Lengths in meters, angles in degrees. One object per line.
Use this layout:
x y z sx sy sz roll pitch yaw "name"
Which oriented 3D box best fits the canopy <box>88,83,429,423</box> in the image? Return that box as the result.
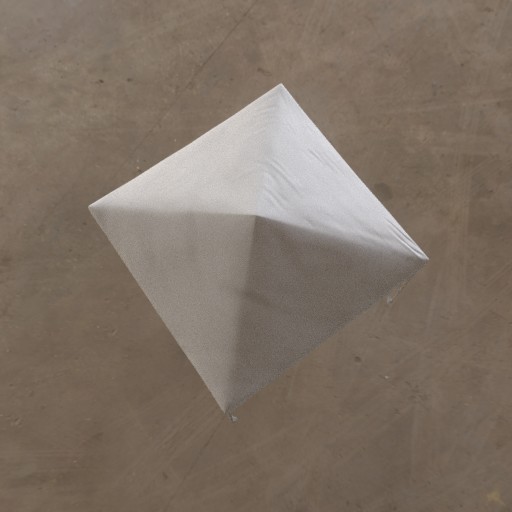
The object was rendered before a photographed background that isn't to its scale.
0.000 0.000 5.119 2.848 2.849 2.849 -35 79 -8 "canopy"
